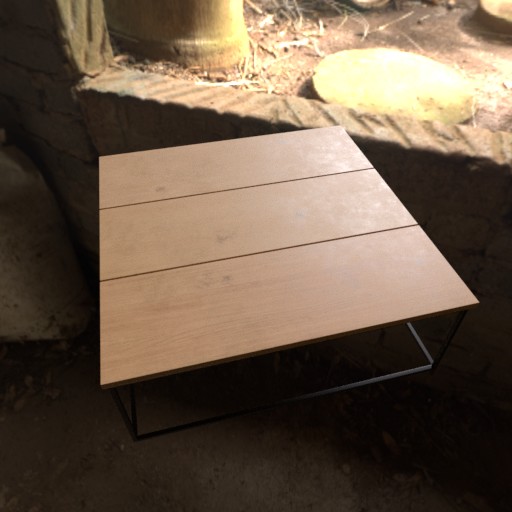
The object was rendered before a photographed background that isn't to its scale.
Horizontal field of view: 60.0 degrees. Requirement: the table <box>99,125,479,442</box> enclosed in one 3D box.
[{"bbox_3d":[0.000,0.000,1.748,1.100,0.400,1.100,-10,46,-10],"label":"table"}]
